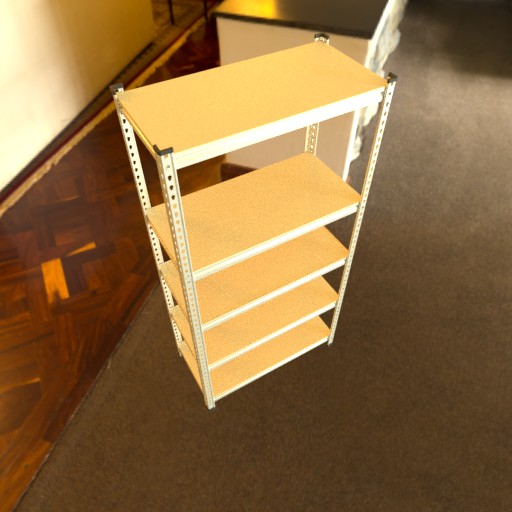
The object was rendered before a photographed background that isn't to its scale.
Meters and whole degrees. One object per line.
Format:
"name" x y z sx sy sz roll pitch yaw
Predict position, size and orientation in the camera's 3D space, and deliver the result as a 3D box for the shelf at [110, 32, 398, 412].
"shelf" 0.000 0.000 2.233 0.914 1.829 0.457 -23 52 -20
